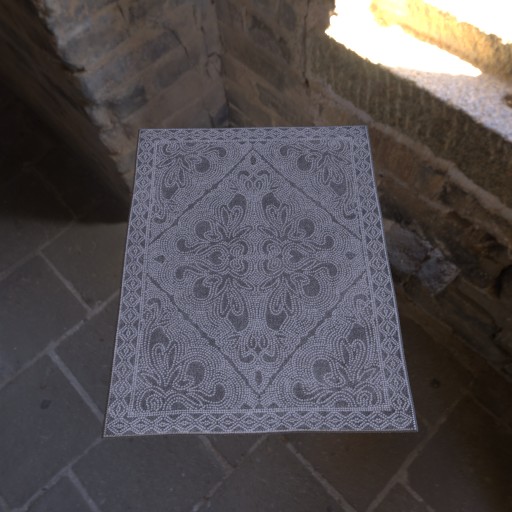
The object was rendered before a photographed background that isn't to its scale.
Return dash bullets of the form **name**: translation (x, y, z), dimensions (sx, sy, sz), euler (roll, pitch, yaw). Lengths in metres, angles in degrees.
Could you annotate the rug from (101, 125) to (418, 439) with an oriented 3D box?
- **rug**: translation (0.000, 0.000, 4.031), dimensions (2.438, 0.012, 3.048), euler (-1, 64, 0)
